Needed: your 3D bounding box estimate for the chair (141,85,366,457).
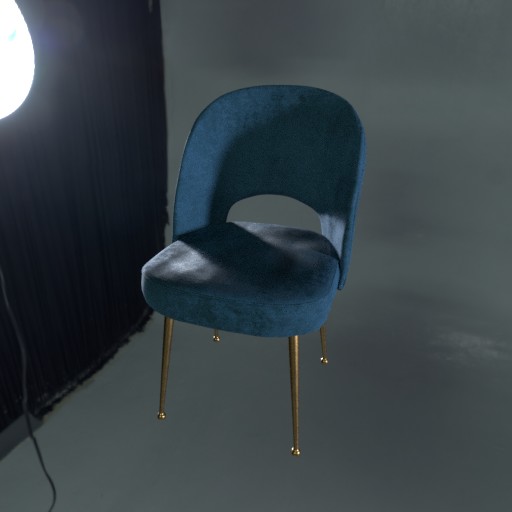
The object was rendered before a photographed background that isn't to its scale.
[{"bbox_3d":[0.000,0.000,1.236,0.527,0.860,0.577,8,26,17],"label":"chair"}]
